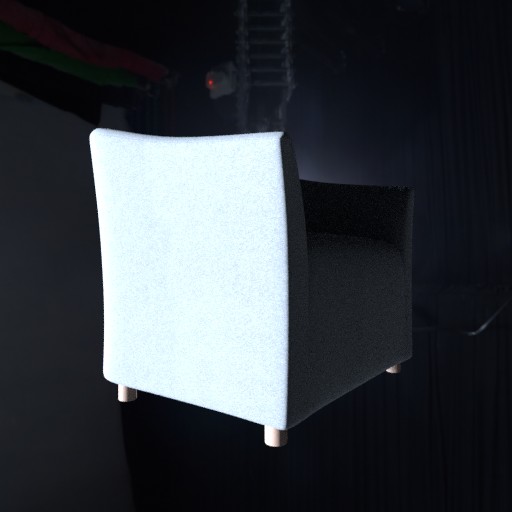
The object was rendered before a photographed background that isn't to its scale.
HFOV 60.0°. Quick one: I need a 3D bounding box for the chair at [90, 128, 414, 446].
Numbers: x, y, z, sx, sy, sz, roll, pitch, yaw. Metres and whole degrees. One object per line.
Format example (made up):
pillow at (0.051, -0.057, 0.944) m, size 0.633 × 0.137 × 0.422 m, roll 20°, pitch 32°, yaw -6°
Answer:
chair at (0.000, 0.000, 1.293) m, size 0.700 × 0.720 × 0.790 m, roll 0°, pitch -1°, yaw 36°
